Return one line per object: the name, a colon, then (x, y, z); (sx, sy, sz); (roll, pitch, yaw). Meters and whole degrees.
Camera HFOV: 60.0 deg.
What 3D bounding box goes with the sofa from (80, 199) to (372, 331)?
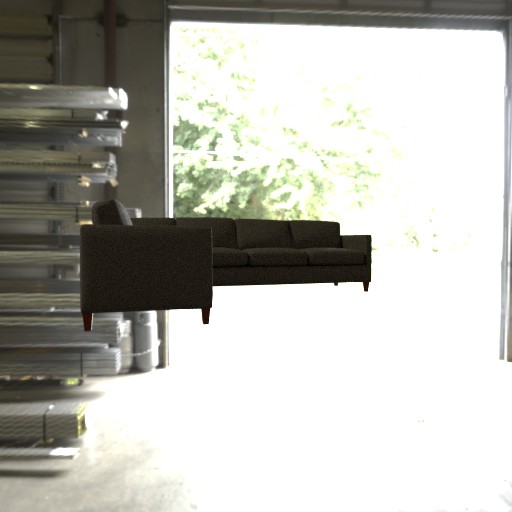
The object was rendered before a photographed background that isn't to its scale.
sofa: (0.000, 0.000, 4.689); (3.302, 0.947, 2.593); (0, 2, -17)
